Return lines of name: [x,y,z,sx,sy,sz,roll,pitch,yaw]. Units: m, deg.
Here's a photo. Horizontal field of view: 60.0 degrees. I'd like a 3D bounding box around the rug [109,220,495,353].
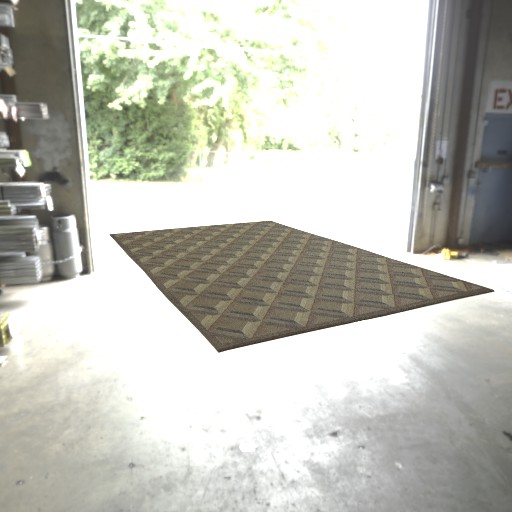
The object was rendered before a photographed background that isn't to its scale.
rug: [0.000,0.000,2.072,1.066,0.011,1.677,-7,16,-26]
